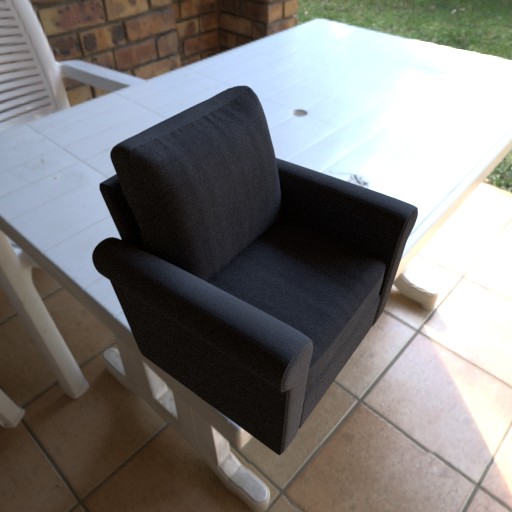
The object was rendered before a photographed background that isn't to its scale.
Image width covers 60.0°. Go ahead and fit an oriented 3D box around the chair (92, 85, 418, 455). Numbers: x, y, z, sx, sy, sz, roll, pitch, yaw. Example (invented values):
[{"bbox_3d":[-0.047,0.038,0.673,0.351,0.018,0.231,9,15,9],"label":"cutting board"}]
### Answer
[{"bbox_3d":[0.000,0.000,1.604,0.828,0.942,0.867,27,49,26],"label":"chair"}]
